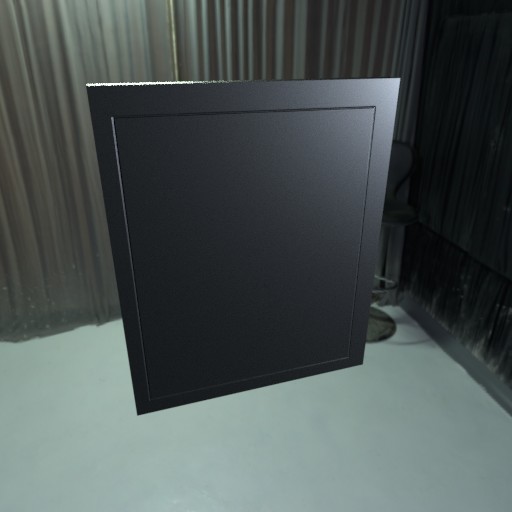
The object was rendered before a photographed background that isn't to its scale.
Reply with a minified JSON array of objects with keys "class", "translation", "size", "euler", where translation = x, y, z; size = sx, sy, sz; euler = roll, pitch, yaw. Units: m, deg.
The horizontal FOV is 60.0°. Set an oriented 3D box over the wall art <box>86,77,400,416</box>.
[{"class":"wall art","translation":[0.000,0.000,0.757],"size":[0.461,0.558,0.031],"euler":[-8,27,-16]}]
